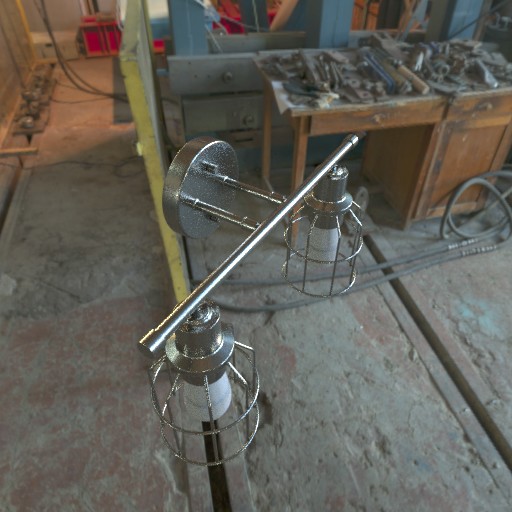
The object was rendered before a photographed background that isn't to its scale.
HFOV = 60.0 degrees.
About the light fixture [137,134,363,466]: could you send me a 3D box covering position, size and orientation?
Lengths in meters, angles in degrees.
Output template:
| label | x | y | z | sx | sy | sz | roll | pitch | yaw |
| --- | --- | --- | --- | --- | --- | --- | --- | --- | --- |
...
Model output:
| label | x | y | z | sx | sy | sz | roll | pitch | yaw |
| --- | --- | --- | --- | --- | --- | --- | --- | --- | --- |
| light fixture | 0.000 | 0.000 | 0.525 | 0.165 | 0.254 | 0.406 | 23 | 46 | 23 |
